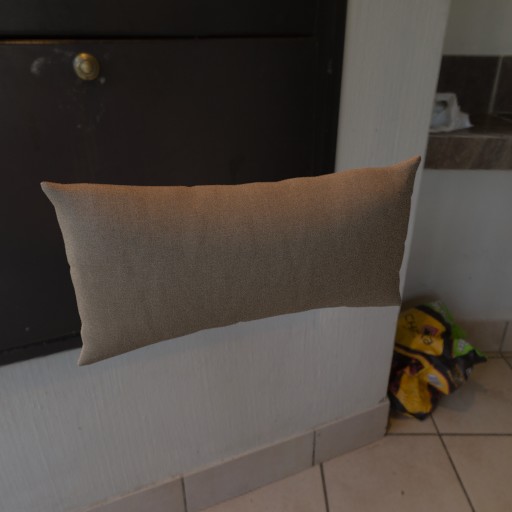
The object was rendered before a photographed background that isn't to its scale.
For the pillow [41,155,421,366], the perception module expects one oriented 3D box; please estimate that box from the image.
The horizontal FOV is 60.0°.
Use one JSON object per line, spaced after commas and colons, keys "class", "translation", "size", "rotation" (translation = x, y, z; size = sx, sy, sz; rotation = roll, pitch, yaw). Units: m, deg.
{"class": "pillow", "translation": [0.000, 0.000, 0.742], "size": [0.612, 0.308, 0.148], "rotation": [-8, 27, -16]}
